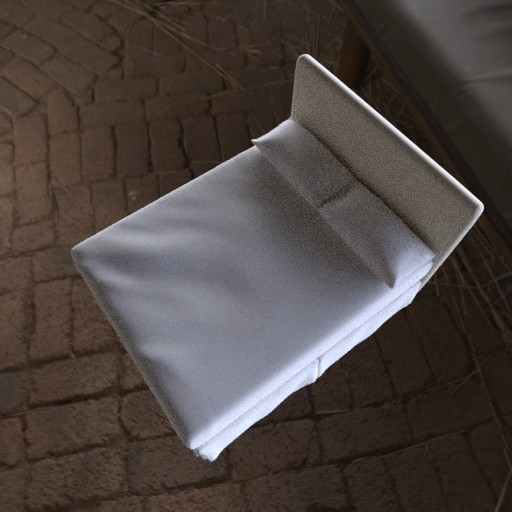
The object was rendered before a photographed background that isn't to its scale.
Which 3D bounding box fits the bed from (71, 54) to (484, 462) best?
[{"bbox_3d":[0.000,0.000,3.116,2.147,1.330,1.714,-33,67,-16],"label":"bed"}]
